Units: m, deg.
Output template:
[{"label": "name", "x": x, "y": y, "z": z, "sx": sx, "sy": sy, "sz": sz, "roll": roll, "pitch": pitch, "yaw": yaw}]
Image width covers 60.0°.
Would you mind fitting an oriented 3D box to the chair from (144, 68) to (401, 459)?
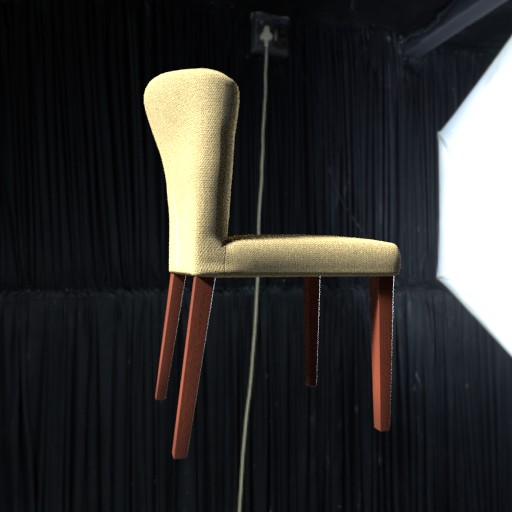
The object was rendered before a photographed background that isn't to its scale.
[{"label": "chair", "x": 0.000, "y": 0.000, "z": 1.193, "sx": 0.589, "sy": 0.839, "sz": 0.491, "roll": 0, "pitch": -1, "yaw": -18}]
